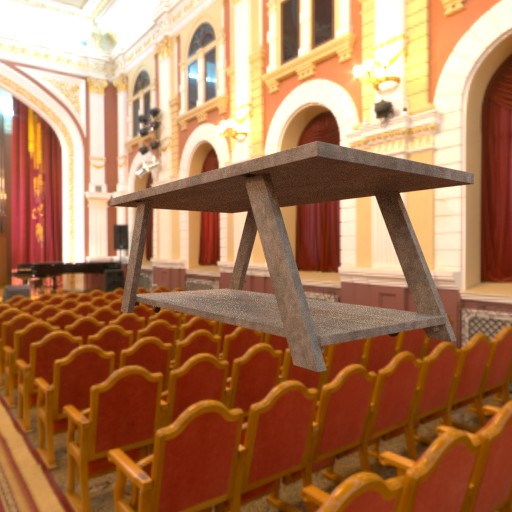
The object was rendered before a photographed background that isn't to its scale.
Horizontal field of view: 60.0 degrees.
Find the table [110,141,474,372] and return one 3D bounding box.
[{"bbox_3d":[0.000,0.000,1.547,0.610,0.470,1.219,-1,1,-37],"label":"table"}]
